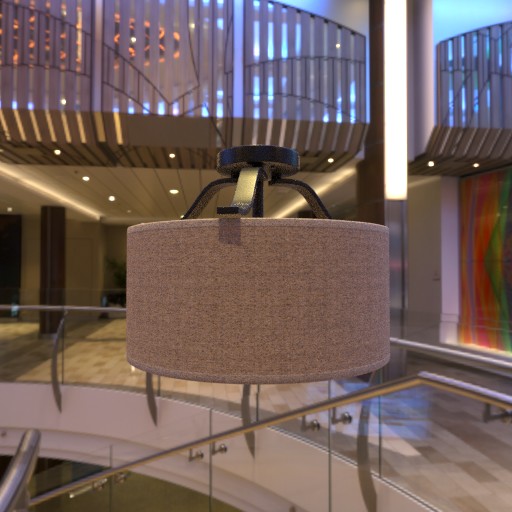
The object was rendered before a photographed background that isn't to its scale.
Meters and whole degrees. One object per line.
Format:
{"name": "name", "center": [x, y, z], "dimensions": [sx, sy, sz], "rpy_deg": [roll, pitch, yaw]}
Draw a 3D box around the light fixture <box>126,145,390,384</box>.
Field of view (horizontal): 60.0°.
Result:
{"name": "light fixture", "center": [0.000, 0.000, 0.675], "dimensions": [0.390, 0.306, 0.390], "rpy_deg": [0, -1, 0]}
